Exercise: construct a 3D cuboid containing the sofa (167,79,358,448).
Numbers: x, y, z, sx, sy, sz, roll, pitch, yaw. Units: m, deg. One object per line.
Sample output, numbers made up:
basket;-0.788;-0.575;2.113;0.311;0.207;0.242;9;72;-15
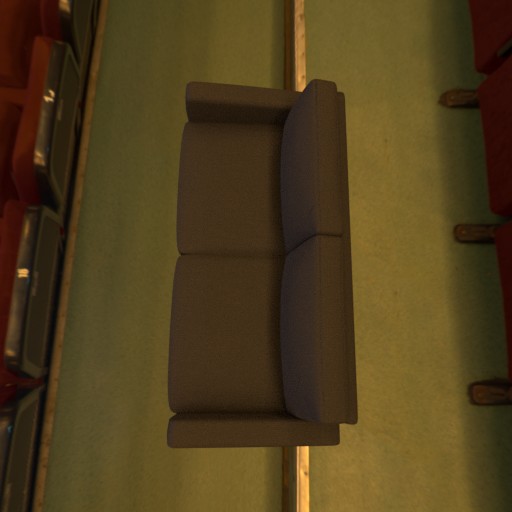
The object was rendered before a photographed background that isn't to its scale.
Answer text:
sofa;0.000;0.000;2.360;0.898;0.839;1.852;1;76;0
